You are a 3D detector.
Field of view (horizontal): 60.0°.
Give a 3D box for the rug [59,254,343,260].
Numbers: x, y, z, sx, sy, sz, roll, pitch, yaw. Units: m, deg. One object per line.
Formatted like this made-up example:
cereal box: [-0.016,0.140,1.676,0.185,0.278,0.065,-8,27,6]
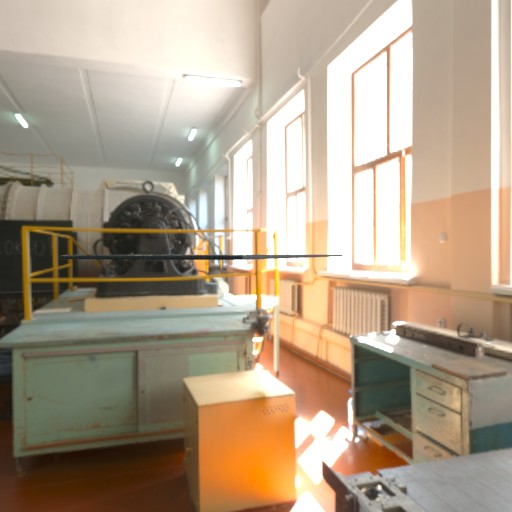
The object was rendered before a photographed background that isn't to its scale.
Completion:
rug: [0.000,0.000,2.493,0.678,0.014,2.276,0,0,18]
